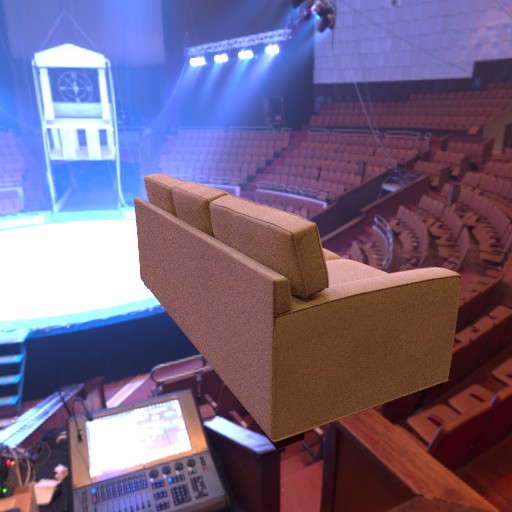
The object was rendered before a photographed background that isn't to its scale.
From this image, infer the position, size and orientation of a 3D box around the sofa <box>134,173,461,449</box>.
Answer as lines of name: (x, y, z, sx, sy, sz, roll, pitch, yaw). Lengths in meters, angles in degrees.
sofa: (0.000, 0.000, 2.609, 0.935, 0.862, 2.088, -8, 18, -26)
